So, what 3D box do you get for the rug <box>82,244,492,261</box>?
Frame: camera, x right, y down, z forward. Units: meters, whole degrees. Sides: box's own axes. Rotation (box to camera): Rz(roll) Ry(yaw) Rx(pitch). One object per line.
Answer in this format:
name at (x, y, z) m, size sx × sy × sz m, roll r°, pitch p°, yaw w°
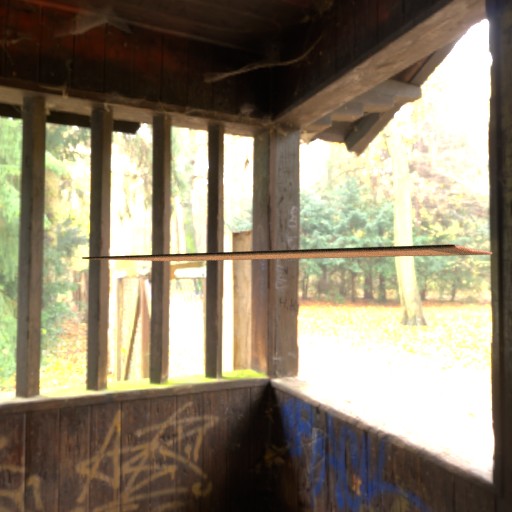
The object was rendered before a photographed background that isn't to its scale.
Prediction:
rug at (0.000, 0.000, 2.662) m, size 2.413 × 0.016 × 0.810 m, roll -2°, pitch -3°, yaw 37°
